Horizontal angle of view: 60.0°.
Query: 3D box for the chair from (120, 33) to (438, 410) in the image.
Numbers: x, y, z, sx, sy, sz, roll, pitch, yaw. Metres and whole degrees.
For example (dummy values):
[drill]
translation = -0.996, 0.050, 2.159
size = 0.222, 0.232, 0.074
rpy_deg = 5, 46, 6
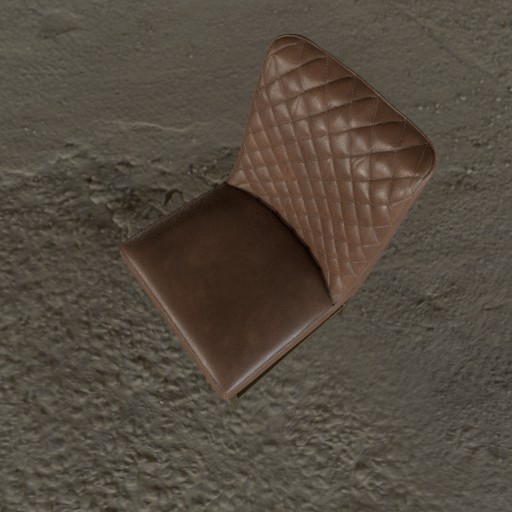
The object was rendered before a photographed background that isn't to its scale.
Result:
[chair]
translation = 0.000, 0.000, 1.207
size = 0.587, 0.889, 0.508
rpy_deg = -35, 70, -15
